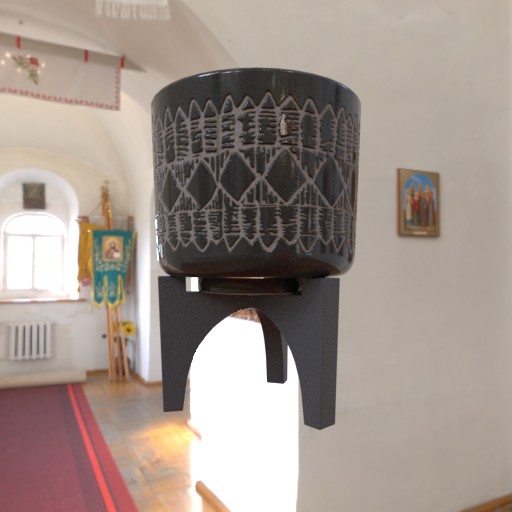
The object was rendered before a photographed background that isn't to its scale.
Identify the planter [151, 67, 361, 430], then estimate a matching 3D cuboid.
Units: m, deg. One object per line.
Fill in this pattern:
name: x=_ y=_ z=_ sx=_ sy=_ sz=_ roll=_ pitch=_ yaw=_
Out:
planter: x=0.000 y=0.000 z=0.539 sx=0.251 sy=0.355 sz=0.251 roll=0 pitch=-1 yaw=18
